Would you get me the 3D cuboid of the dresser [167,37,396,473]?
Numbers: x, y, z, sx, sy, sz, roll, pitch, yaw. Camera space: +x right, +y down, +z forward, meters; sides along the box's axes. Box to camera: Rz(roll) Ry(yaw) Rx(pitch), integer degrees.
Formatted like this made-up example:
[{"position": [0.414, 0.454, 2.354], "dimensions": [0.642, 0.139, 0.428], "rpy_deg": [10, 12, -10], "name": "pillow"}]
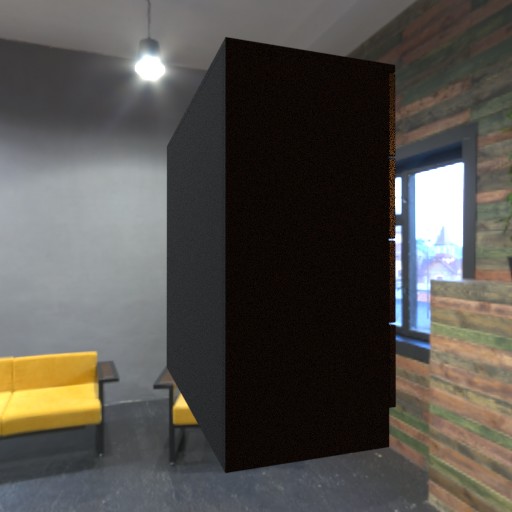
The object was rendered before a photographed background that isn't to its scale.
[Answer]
[{"position": [0.000, 0.000, 1.143], "dimensions": [0.360, 0.720, 0.750], "rpy_deg": [0, 0, -19], "name": "dresser"}]
